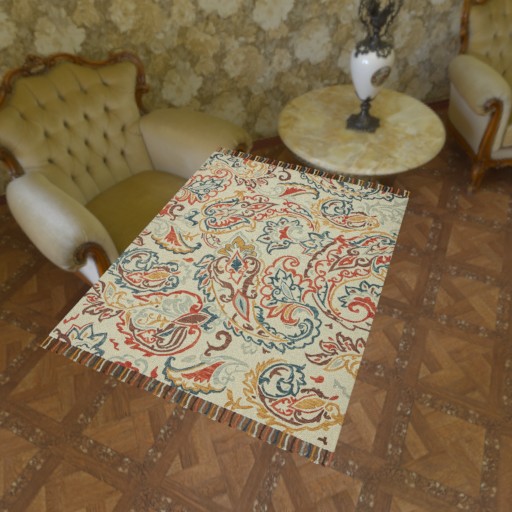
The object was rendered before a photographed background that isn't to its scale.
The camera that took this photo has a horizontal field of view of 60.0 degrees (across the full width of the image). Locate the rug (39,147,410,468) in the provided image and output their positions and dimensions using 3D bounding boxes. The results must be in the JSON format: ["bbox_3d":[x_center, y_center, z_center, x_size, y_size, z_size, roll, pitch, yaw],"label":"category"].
[{"bbox_3d":[0.000,0.000,4.324,2.439,0.015,3.274,17,47,16],"label":"rug"}]
